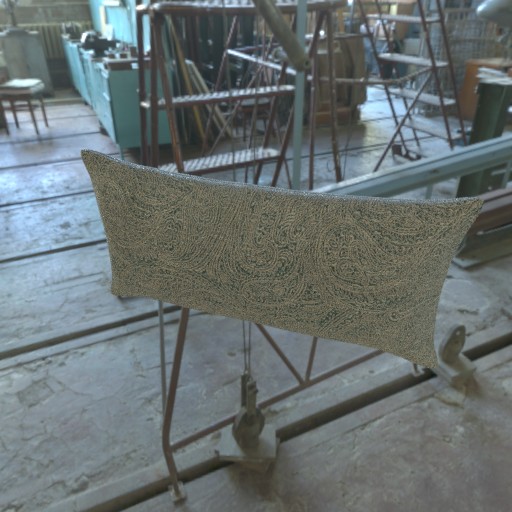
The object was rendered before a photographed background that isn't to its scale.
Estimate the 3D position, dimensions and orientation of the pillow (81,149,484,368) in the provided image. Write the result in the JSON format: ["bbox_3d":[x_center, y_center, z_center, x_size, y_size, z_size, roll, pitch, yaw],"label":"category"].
[{"bbox_3d":[0.000,0.000,0.725,0.615,0.295,0.151,10,32,16],"label":"pillow"}]
